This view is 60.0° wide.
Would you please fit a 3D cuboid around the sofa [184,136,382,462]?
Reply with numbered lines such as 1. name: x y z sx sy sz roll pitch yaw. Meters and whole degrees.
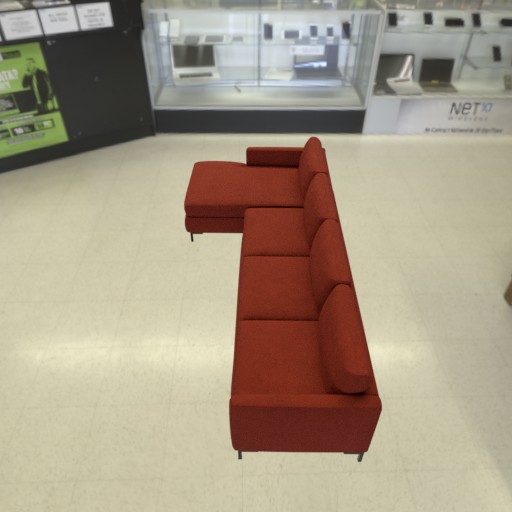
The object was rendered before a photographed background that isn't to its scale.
1. sofa: 0.000 0.000 2.941 1.136 0.663 2.467 0 41 1
